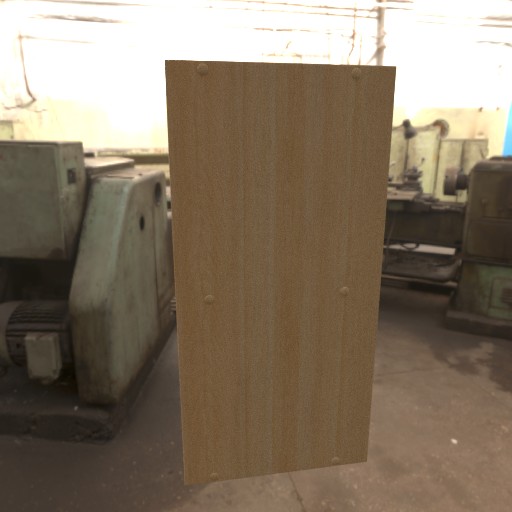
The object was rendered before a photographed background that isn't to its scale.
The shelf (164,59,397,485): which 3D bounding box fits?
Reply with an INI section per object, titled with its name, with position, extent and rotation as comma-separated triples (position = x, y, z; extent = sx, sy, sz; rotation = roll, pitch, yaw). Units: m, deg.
[shelf]
position = 0.000, 0.000, 0.808
extent = 0.290, 0.592, 0.414
rotation = -3, 15, -10
